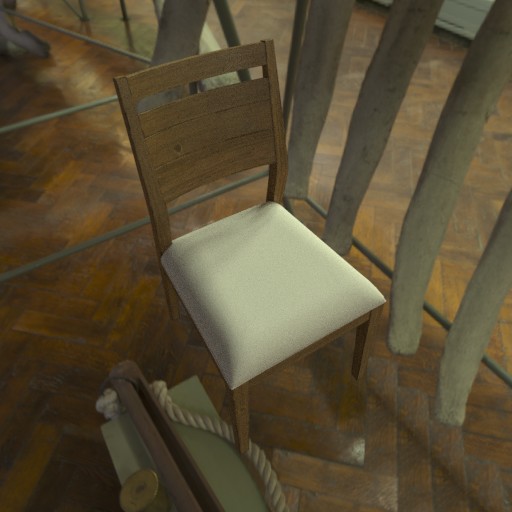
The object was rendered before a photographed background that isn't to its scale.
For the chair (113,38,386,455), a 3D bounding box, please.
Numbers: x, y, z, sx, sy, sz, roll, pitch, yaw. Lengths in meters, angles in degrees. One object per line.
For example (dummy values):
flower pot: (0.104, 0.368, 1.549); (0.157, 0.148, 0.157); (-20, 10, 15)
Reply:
chair: (0.000, 0.000, 1.264); (0.497, 0.939, 0.610); (-25, 52, -21)
